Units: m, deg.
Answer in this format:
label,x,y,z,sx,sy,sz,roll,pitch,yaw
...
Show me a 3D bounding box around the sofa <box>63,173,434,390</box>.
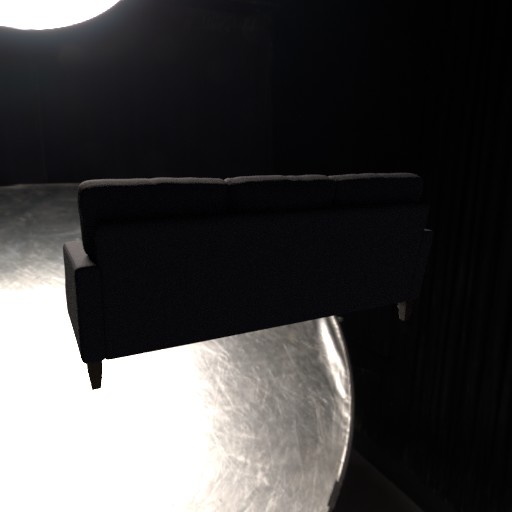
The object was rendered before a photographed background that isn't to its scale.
label,x,y,z,sx,sy,sz,roll,pitch,yaw
sofa,0.000,0.000,2.693,2.115,0.984,0.888,-6,14,-27
